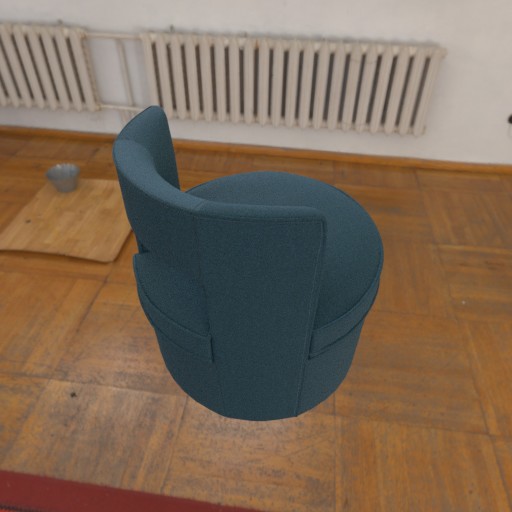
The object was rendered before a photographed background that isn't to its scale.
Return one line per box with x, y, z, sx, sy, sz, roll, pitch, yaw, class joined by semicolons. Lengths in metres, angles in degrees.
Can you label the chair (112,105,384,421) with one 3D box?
0.000;0.000;1.228;0.660;0.711;0.684;-26;47;-28;chair
